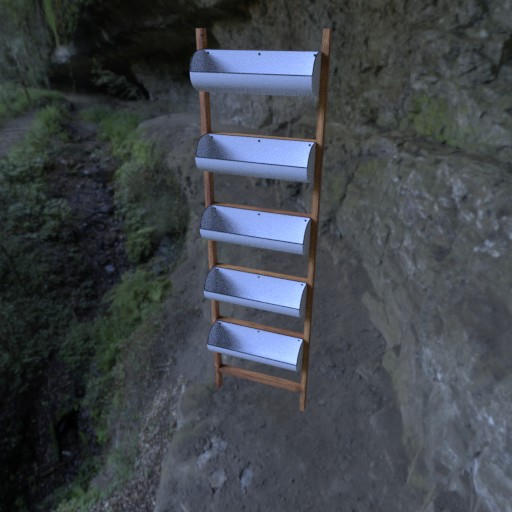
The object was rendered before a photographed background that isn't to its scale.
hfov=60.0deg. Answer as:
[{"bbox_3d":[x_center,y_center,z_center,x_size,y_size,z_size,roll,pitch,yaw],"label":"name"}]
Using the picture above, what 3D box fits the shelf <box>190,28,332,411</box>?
[{"bbox_3d":[0.000,0.000,1.753,0.454,1.600,0.141,10,29,18],"label":"shelf"}]
